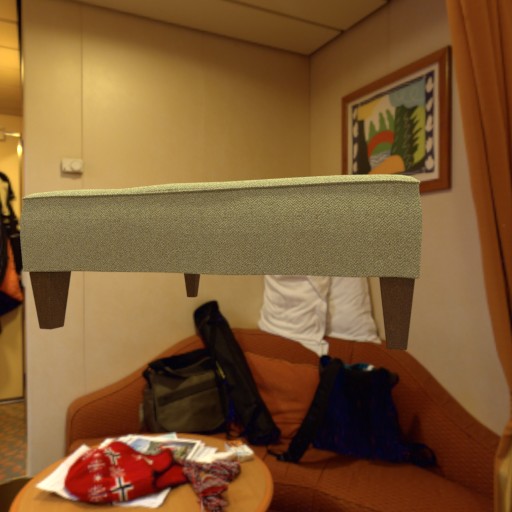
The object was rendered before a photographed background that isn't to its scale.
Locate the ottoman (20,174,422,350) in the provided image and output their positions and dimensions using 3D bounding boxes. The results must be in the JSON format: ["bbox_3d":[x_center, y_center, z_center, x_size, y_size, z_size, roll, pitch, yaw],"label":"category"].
[{"bbox_3d":[0.000,0.000,1.467,0.968,0.379,1.004,0,0,16],"label":"ottoman"}]
